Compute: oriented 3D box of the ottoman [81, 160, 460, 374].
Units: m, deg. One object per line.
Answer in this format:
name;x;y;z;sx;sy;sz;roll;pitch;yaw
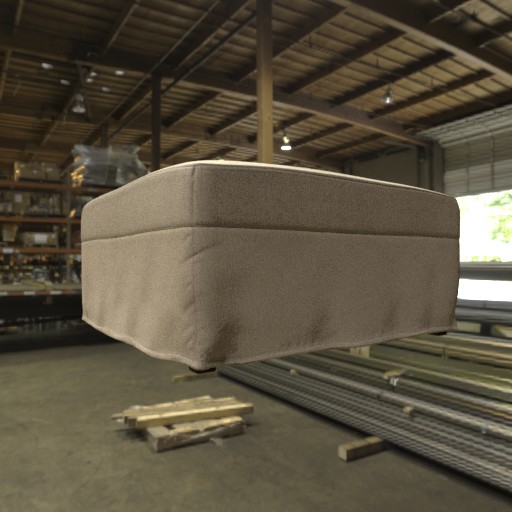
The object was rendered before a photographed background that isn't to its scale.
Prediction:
ottoman;0.000;0.000;1.328;0.843;0.441;0.842;0;-1;-34
